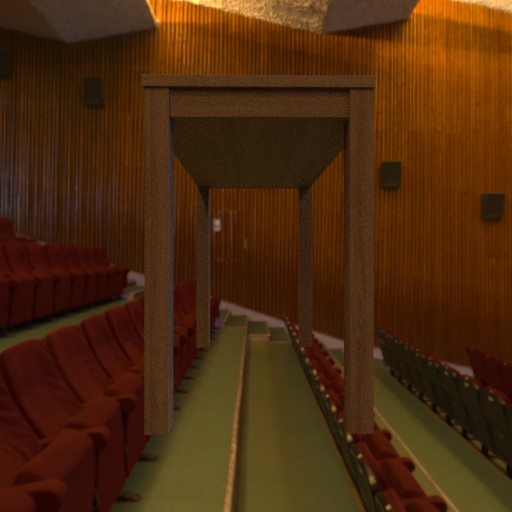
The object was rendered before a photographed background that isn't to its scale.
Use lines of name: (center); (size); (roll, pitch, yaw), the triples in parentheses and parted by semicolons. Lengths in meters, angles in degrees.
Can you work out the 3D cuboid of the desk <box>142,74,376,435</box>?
desk: (0.000, 0.000, 1.433); (0.495, 0.762, 0.991); (0, 0, -1)
